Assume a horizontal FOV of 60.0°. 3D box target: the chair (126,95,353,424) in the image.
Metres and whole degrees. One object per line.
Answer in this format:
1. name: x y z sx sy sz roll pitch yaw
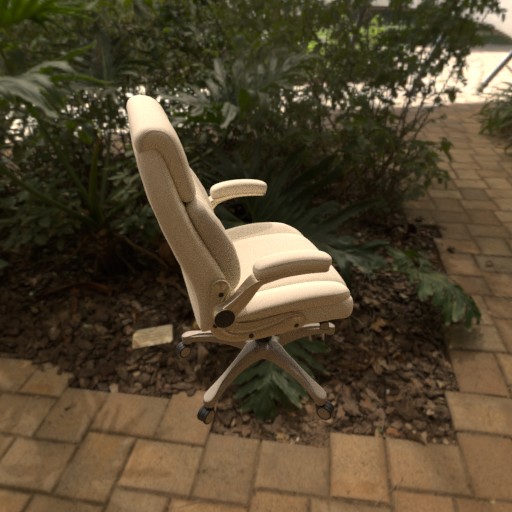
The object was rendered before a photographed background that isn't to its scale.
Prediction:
1. chair: 0.000 0.000 1.650 0.794 1.110 0.740 -10 31 -17
